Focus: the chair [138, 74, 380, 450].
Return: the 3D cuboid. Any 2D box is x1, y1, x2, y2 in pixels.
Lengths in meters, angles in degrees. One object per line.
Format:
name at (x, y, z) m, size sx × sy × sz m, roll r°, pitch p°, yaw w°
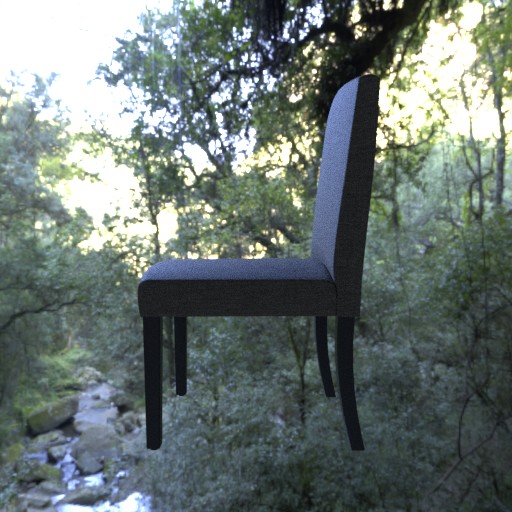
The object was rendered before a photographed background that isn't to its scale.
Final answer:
chair at (0.000, 0.000, 1.246) m, size 0.580 × 0.917 × 0.451 m, roll 0°, pitch 1°, yaw 0°
